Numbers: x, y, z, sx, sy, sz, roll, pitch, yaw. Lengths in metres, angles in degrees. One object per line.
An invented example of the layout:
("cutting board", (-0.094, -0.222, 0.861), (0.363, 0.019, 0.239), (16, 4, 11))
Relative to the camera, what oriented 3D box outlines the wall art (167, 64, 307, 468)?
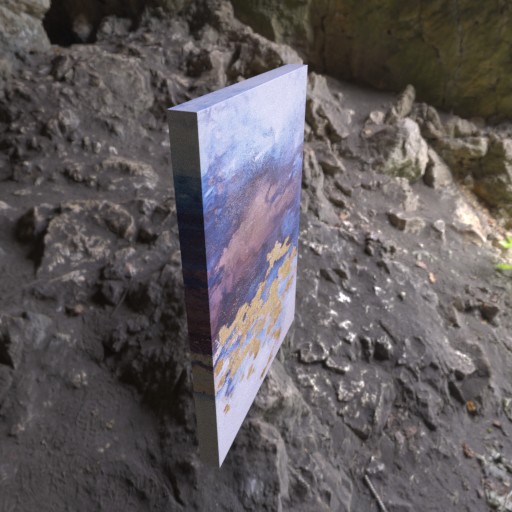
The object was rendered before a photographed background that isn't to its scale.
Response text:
("wall art", (0.000, 0.000, 0.783), (0.036, 0.581, 0.437), (11, 31, 18))
